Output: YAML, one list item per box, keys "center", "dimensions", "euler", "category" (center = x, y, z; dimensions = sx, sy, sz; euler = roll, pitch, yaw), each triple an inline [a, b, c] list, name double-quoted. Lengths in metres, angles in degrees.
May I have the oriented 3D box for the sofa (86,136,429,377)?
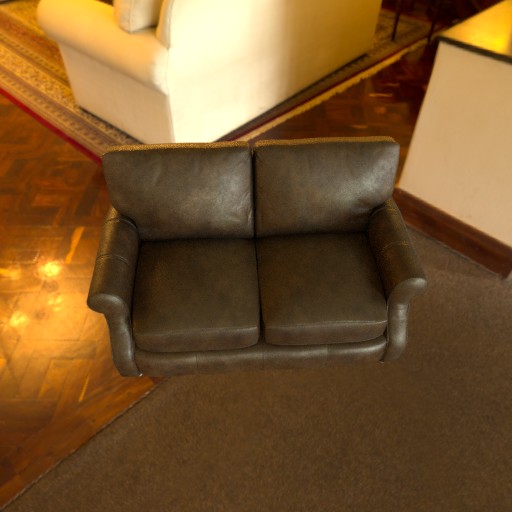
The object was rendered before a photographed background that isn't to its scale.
- center: [0.000, 0.000, 2.355]
  dimensions: [1.616, 0.976, 0.990]
  euler: [-3, 47, -3]
  category: "sofa"
